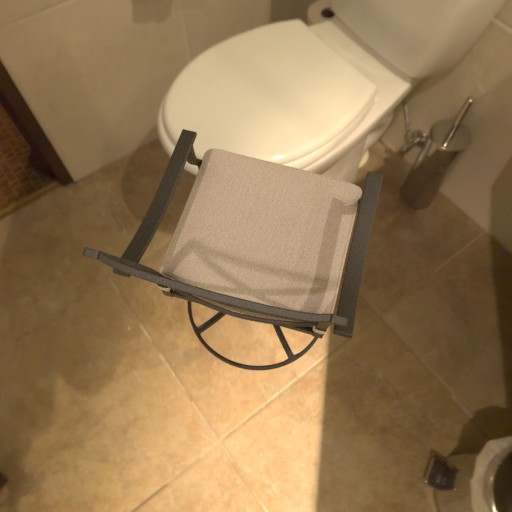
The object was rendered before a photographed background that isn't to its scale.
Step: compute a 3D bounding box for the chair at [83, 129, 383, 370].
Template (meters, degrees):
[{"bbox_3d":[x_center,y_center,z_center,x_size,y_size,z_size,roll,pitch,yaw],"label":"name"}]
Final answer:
[{"bbox_3d":[0.000,0.000,1.294,0.575,0.889,0.620,15,65,7],"label":"chair"}]
